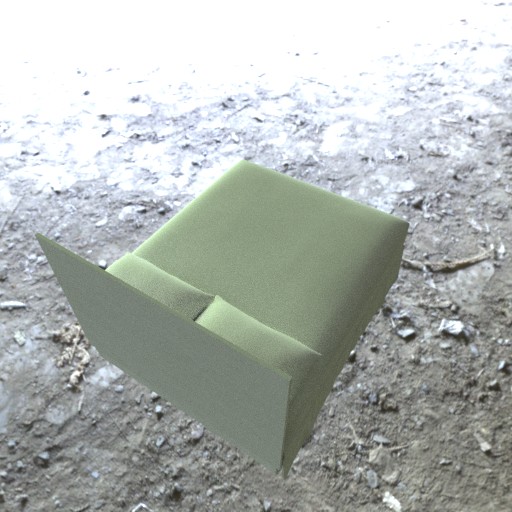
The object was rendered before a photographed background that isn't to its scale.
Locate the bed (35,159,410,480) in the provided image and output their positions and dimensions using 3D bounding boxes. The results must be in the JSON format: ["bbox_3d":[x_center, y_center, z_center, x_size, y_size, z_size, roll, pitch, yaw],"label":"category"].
[{"bbox_3d":[0.000,0.000,3.222,1.745,1.335,2.094,25,52,22],"label":"bed"}]
